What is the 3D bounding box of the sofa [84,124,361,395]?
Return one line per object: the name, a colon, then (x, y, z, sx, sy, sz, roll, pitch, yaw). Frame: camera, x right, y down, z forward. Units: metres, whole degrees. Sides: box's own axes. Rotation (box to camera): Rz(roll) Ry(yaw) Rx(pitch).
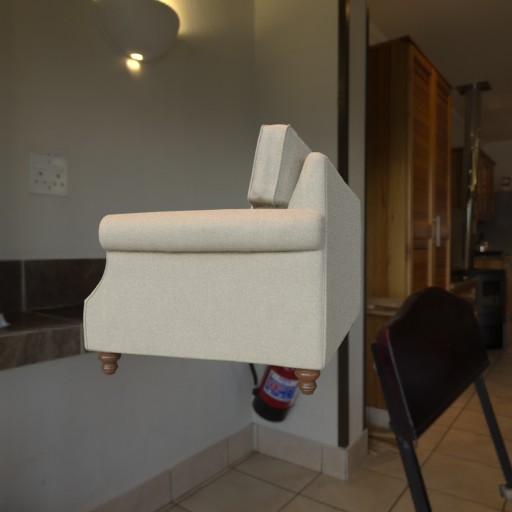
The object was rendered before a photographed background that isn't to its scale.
sofa: (0.000, 0.000, 2.301, 0.964, 0.937, 1.665, 0, 1, 18)
